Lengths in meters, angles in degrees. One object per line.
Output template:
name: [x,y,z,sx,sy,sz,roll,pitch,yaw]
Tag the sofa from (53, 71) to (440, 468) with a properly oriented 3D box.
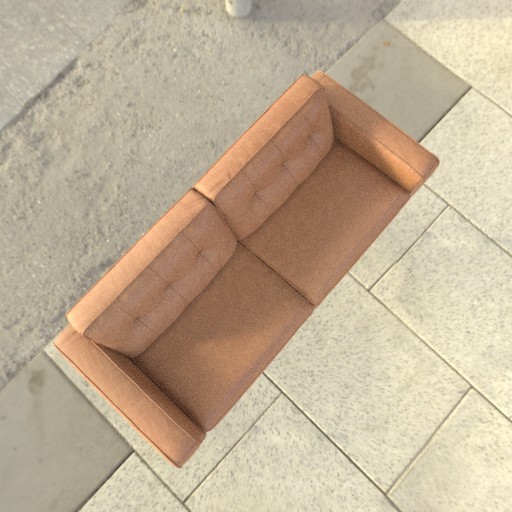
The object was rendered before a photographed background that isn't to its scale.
sofa: [0.000,0.000,2.648,0.953,0.780,2.270,41,79,9]
